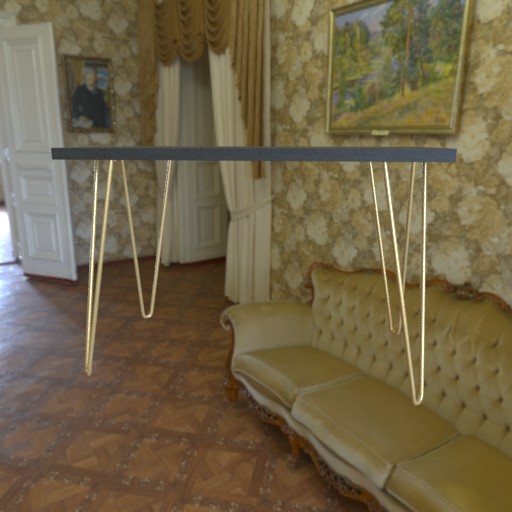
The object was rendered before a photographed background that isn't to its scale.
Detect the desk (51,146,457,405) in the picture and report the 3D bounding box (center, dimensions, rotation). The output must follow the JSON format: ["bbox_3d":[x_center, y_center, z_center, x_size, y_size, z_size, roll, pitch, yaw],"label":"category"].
[{"bbox_3d":[0.000,0.000,1.385,0.991,0.660,0.499,2,15,9],"label":"desk"}]
